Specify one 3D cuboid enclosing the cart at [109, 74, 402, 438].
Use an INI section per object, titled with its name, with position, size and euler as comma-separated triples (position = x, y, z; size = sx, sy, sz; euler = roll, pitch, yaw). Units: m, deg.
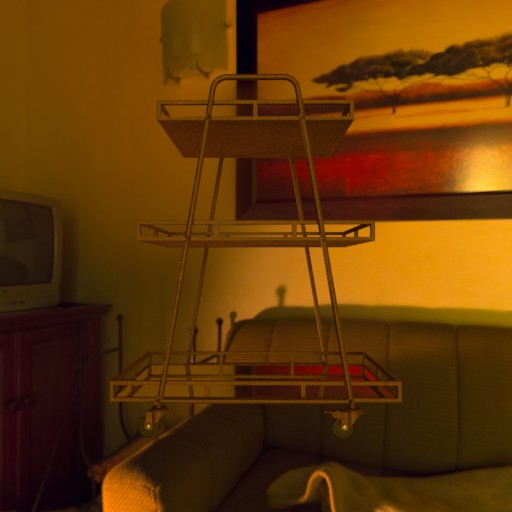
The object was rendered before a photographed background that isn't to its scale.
[cart]
position = 0.000, 0.000, 1.275
size = 0.711, 0.883, 0.441
euler = 0, -1, 1
